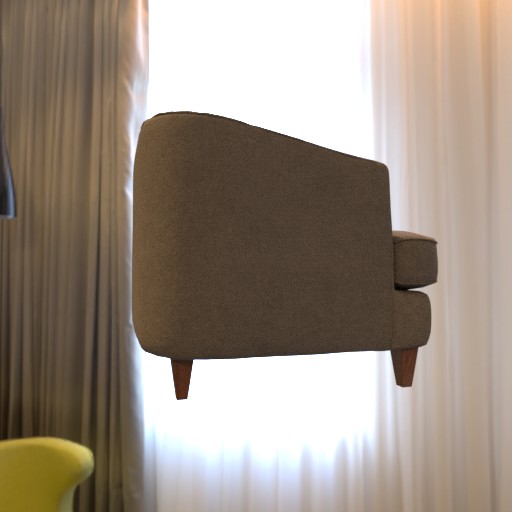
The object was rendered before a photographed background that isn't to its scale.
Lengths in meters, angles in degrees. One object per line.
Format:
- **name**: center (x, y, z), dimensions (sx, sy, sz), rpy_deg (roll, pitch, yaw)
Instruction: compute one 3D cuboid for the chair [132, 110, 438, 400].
- **chair**: center (0.000, 0.000, 1.778), dimensions (0.941, 0.852, 1.104), rpy_deg (0, -1, -18)
